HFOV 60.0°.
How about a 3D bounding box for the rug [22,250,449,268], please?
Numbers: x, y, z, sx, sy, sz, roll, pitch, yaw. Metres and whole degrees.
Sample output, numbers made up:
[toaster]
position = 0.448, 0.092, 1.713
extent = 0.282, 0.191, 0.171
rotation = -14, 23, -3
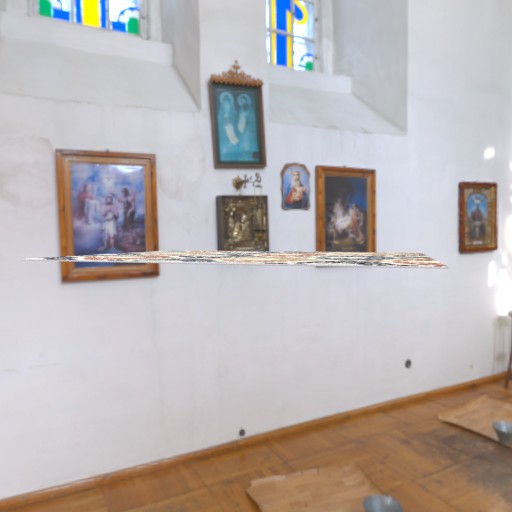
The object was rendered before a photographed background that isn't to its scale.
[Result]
[rug]
position = 0.000, 0.000, 4.106
extent = 3.040, 0.014, 2.423
rotation = 1, 2, 17
